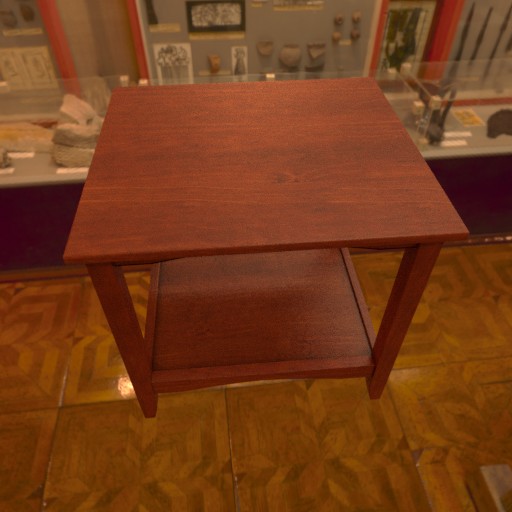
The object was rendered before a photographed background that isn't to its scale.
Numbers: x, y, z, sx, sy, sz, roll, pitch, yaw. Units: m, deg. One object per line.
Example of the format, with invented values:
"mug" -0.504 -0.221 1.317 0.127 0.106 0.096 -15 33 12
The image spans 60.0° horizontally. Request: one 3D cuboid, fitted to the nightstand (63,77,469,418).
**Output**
"nightstand" 0.000 0.000 0.976 0.558 0.558 0.501 -4 46 -3
